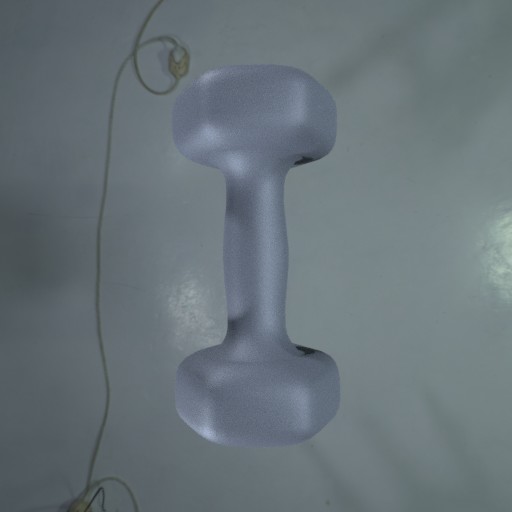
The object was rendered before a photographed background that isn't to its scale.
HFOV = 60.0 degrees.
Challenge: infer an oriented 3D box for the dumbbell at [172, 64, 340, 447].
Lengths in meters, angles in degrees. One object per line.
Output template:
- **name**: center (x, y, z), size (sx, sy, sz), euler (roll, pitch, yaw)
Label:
- **dumbbell**: center (0.000, 0.000, 0.307), size (0.116, 0.105, 0.240), euler (0, 90, 0)
